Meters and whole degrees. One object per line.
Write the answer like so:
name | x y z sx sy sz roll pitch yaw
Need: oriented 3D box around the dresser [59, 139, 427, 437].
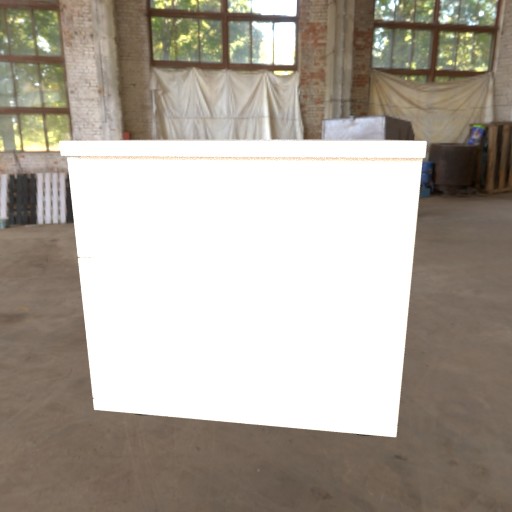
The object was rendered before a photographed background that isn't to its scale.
dresser | 0.000 0.000 0.711 0.400 0.360 0.430 2 15 8
